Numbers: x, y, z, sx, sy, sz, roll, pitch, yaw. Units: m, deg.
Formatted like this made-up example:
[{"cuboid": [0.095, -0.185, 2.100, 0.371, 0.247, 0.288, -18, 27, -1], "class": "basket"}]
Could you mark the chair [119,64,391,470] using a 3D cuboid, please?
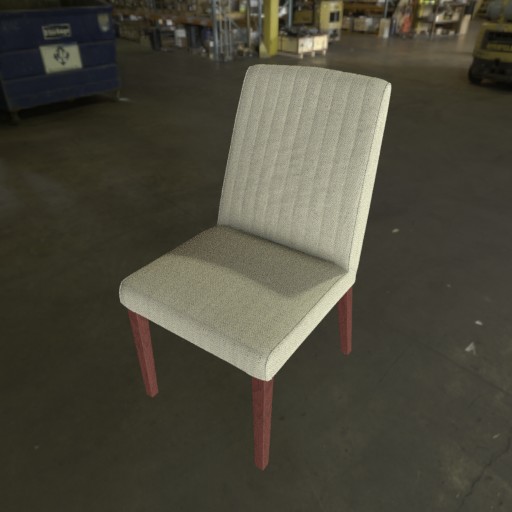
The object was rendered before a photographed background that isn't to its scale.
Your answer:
[{"cuboid": [0.000, 0.000, 1.227, 0.480, 0.900, 0.594, 21, 38, 29], "class": "chair"}]
